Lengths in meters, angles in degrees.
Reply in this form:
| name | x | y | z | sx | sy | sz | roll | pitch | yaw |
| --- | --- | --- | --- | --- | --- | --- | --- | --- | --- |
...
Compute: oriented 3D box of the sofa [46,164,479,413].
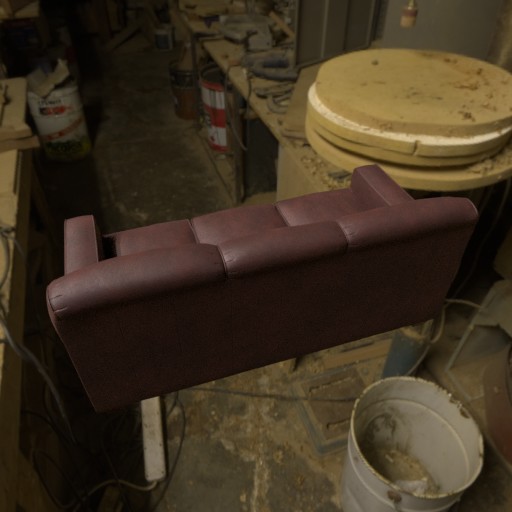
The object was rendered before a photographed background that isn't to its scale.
| name | x | y | z | sx | sy | sz | roll | pitch | yaw |
| --- | --- | --- | --- | --- | --- | --- | --- | --- | --- |
| sofa | 0.000 | 0.000 | 2.538 | 2.039 | 0.953 | 1.008 | -12 | 43 | -14 |
